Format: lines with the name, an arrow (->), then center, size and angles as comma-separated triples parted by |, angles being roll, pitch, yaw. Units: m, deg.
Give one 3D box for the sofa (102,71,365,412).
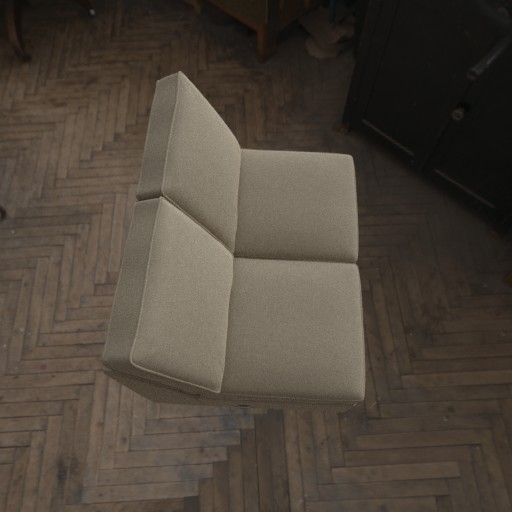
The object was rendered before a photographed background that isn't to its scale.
sofa -> 0.000, 0.000, 2.001 | 0.951, 1.008, 1.237 | 3, 65, 1
